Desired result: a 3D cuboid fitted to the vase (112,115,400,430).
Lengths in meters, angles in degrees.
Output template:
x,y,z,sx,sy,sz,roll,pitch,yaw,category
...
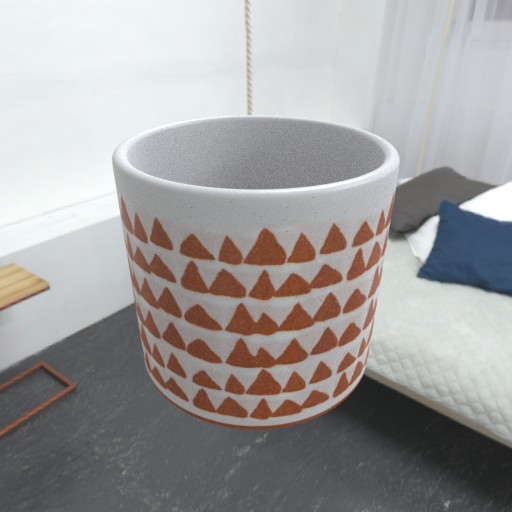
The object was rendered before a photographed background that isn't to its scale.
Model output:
x,y,z,sx,sy,sz,roll,pitch,yaw,category
0.000,0.000,0.248,0.137,0.127,0.137,0,29,0,vase
